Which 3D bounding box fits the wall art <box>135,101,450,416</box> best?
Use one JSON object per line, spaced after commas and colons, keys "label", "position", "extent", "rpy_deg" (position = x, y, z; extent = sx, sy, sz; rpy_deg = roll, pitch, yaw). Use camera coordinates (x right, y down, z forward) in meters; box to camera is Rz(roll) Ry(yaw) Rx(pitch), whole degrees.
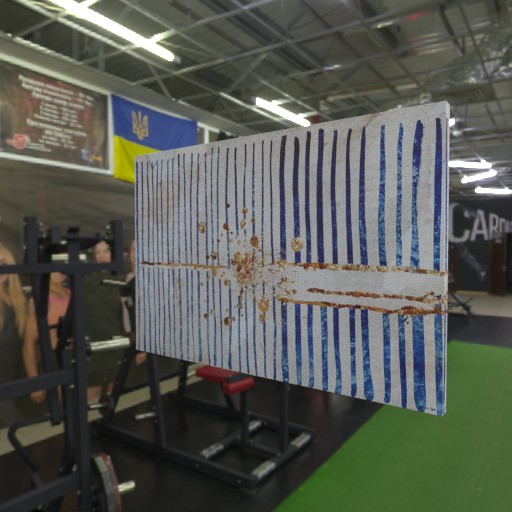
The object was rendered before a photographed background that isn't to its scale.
{"label": "wall art", "position": [0.000, 0.000, 1.413], "extent": [1.143, 0.757, 0.038], "rpy_deg": [1, 2, 36]}
